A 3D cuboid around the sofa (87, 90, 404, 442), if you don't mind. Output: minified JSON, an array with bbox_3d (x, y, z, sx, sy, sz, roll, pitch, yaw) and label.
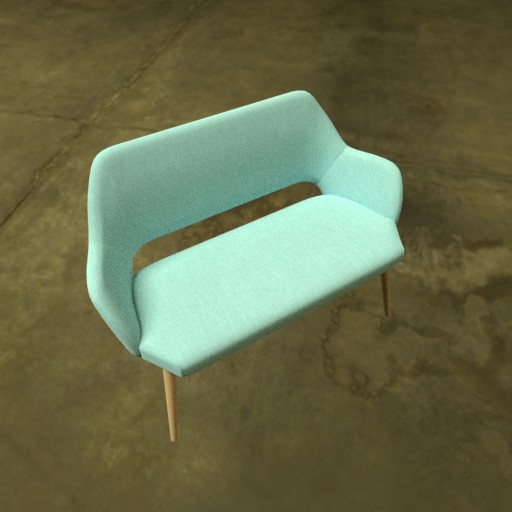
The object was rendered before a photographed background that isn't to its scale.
[{"bbox_3d":[0.000,0.000,1.614,1.150,0.840,0.610,-24,51,-21],"label":"sofa"}]
